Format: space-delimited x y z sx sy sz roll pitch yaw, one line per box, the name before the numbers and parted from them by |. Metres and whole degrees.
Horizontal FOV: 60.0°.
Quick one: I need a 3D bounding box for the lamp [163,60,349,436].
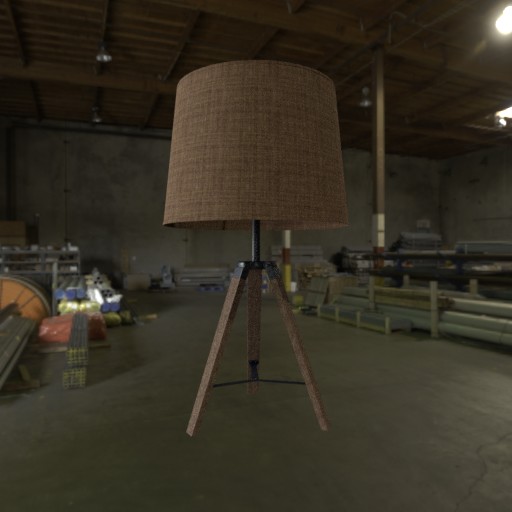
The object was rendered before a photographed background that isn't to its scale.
lamp | 0.000 0.000 0.705 0.290 0.514 0.290 0 1 0
